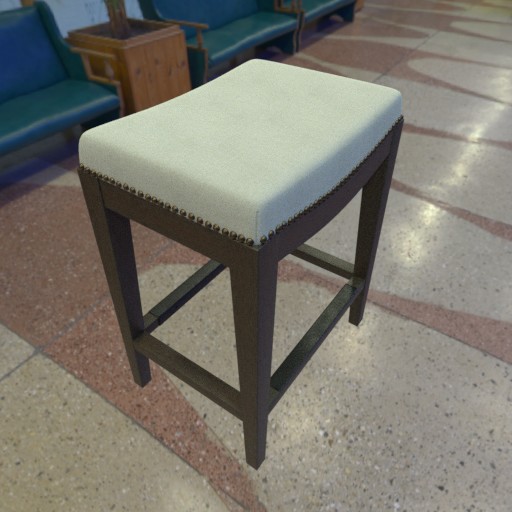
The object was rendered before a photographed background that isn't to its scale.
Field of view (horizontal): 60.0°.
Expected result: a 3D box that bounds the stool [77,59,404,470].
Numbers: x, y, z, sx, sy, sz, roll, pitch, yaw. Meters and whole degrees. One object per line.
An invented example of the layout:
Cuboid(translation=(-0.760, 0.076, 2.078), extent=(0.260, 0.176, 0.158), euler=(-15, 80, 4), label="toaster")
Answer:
Cuboid(translation=(0.000, 0.000, 0.936), extent=(0.361, 0.642, 0.500), euler=(25, 46, 26), label="stool")
